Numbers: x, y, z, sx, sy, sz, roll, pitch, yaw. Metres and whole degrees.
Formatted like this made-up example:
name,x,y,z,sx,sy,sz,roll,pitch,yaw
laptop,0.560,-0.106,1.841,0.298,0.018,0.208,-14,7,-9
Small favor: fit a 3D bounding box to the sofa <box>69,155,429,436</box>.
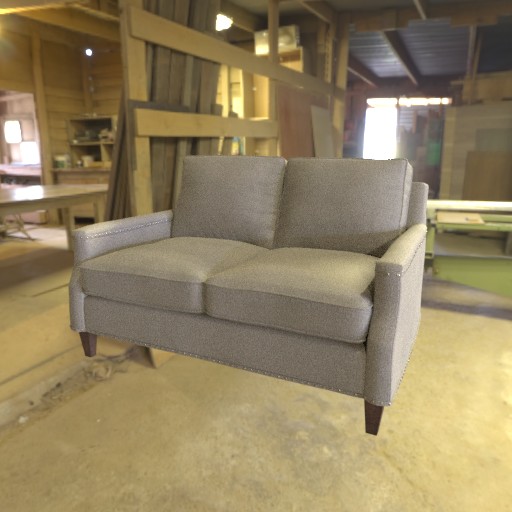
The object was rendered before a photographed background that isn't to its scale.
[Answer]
name,x,y,z,sx,sy,sz,roll,pitch,yaw
sofa,0.000,0.000,2.274,1.597,1.003,1.084,7,15,26
